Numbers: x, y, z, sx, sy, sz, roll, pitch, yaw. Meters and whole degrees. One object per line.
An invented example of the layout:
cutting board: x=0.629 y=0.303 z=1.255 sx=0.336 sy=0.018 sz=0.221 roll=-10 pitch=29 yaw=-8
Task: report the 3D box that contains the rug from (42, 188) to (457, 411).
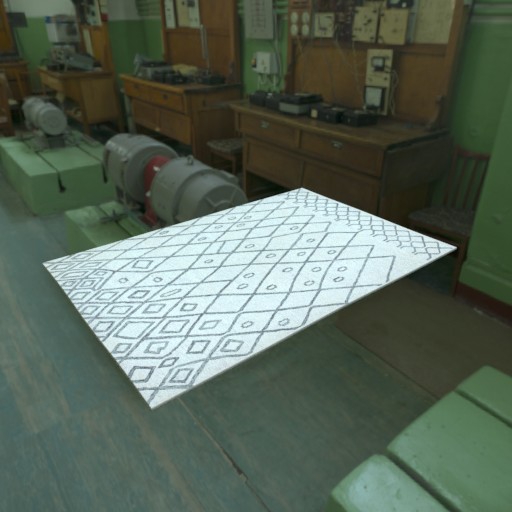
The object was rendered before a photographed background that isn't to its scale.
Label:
rug: x=0.000 y=0.000 z=2.341 sx=1.828 sy=0.015 sz=1.222 roll=-21 pitch=35 yaw=-33
